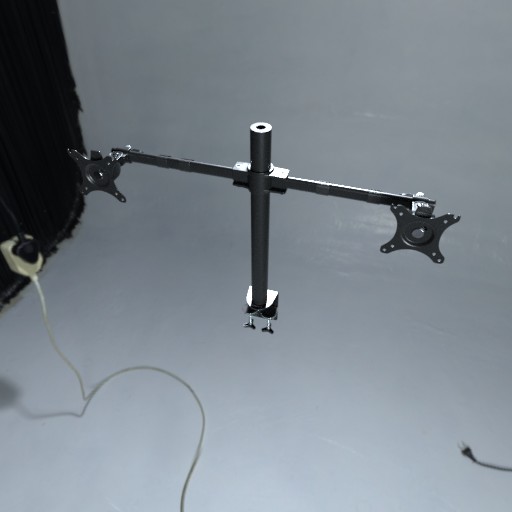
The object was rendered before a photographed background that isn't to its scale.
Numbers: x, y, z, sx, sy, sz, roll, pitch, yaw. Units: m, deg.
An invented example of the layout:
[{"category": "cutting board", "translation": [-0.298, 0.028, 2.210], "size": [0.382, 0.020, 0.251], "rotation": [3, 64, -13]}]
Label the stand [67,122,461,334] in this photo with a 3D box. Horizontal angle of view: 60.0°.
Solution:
[{"category": "stand", "translation": [0.000, 0.000, 1.020], "size": [0.743, 0.603, 0.150], "rotation": [12, 43, 13]}]
